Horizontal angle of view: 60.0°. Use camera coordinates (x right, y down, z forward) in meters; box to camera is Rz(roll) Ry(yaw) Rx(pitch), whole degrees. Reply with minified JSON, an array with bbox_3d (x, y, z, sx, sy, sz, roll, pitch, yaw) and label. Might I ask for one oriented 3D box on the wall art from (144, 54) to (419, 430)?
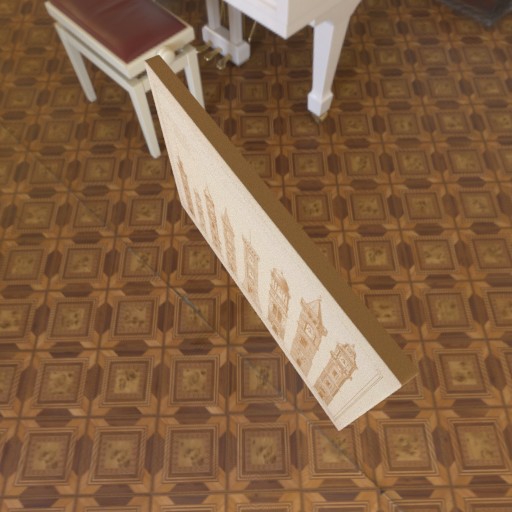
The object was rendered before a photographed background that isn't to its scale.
[{"bbox_3d":[0.000,0.000,0.481,0.019,0.254,0.380,-30,66,-15],"label":"wall art"}]
